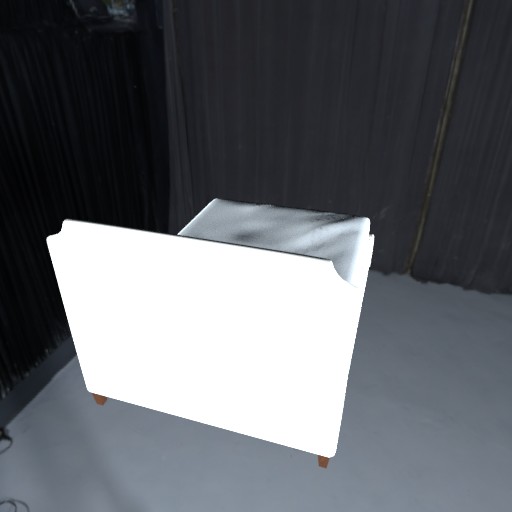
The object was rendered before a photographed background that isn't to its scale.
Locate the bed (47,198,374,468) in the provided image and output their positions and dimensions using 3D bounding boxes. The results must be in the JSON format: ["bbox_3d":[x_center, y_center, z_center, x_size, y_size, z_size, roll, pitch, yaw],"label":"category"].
[{"bbox_3d":[0.000,0.000,3.460,1.712,1.443,2.365,9,31,15],"label":"bed"}]
